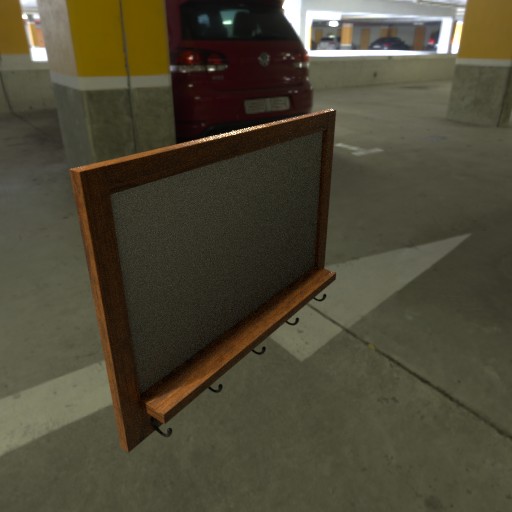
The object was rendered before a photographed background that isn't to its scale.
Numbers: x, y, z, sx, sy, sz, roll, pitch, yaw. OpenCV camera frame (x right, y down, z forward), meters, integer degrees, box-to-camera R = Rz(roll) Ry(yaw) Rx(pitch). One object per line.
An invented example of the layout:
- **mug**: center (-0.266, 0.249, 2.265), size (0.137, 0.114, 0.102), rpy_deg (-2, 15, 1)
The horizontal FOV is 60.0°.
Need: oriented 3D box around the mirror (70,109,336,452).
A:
- **mirror**: center (0.000, 0.000, 0.980), size (0.084, 0.537, 0.758), rpy_deg (18, 31, 32)
